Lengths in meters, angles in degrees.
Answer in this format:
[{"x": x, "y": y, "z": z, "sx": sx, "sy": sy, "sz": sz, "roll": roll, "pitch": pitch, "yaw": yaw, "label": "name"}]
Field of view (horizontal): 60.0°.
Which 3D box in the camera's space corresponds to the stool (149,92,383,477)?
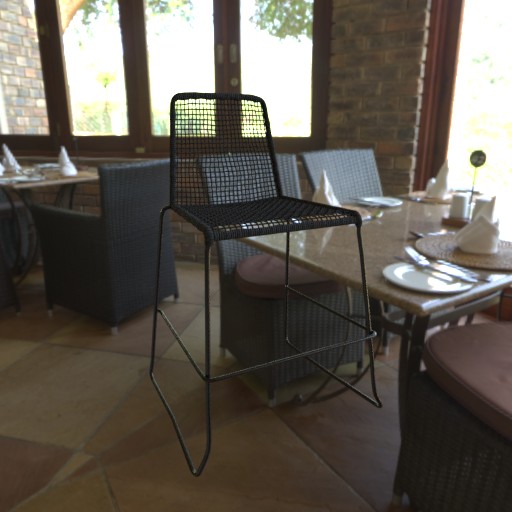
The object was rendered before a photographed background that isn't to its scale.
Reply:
[{"x": 0.000, "y": 0.000, "z": 1.265, "sx": 0.590, "sy": 0.905, "sz": 0.509, "roll": -8, "pitch": 18, "yaw": -27, "label": "stool"}]
